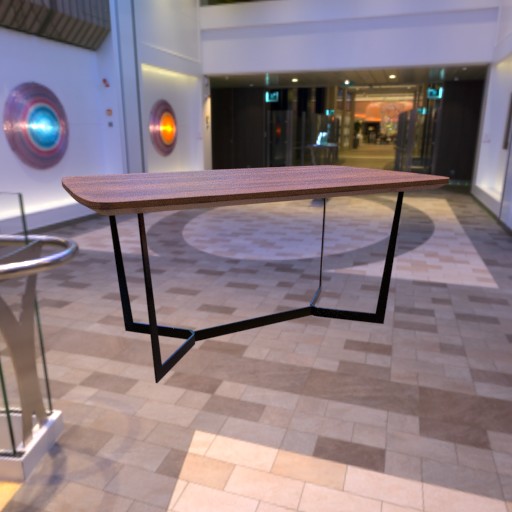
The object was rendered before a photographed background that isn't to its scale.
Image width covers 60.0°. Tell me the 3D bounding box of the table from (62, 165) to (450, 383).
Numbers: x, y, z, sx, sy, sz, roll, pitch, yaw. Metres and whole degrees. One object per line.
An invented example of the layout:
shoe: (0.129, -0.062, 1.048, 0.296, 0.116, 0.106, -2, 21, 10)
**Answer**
table: (0.000, 0.000, 2.178, 1.643, 0.765, 0.949, -8, 18, -27)
